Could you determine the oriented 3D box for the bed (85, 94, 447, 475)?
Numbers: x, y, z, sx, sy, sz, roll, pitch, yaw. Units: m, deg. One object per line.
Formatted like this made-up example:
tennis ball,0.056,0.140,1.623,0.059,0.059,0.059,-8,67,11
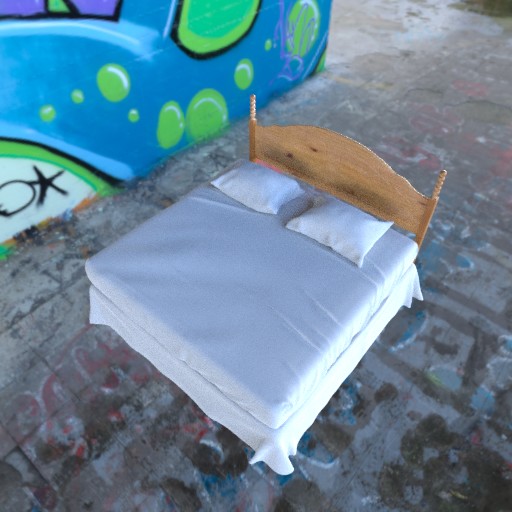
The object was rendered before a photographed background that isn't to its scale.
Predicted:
bed,0.000,0.000,3.621,2.322,1.355,2.219,31,54,26
